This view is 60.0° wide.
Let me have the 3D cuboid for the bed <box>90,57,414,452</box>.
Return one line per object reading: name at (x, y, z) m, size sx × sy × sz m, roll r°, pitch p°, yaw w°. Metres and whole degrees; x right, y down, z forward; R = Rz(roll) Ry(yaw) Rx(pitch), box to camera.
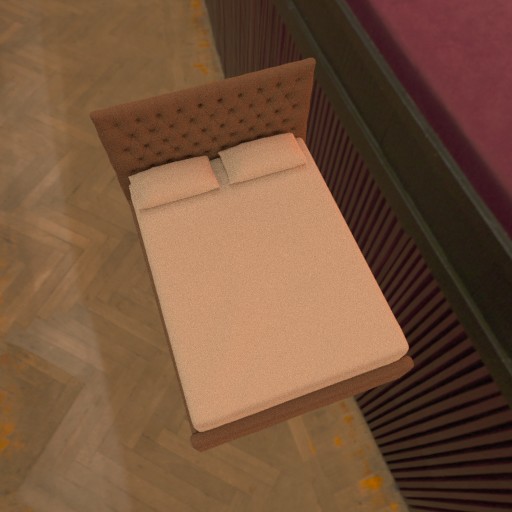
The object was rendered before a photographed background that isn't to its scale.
bed at (0.000, 0.000, 3.341) m, size 1.696 × 1.426 × 2.233 m, roll -17°, pitch 64°, yaw -9°
